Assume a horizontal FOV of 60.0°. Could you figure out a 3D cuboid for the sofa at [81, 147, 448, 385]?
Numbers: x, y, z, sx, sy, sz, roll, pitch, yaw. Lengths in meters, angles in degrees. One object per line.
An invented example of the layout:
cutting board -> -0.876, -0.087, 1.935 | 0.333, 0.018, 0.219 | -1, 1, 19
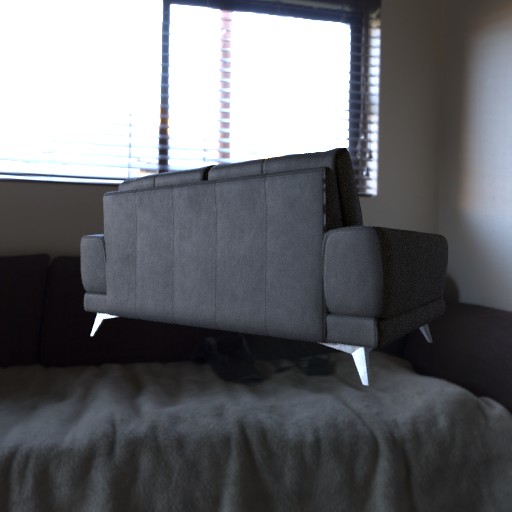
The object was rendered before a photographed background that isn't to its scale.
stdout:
sofa -> 0.000, 0.000, 2.426 | 1.806, 0.907, 1.018 | 0, 1, 35
